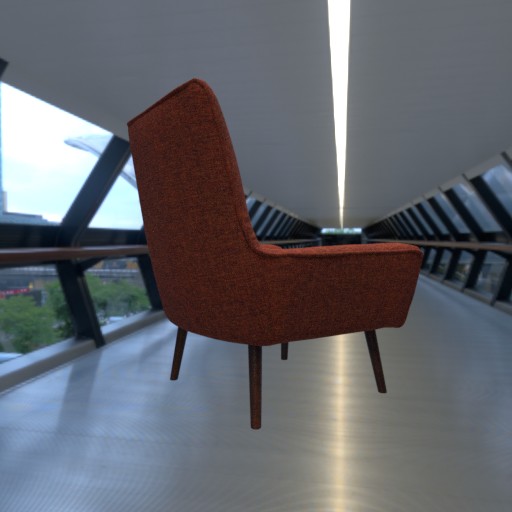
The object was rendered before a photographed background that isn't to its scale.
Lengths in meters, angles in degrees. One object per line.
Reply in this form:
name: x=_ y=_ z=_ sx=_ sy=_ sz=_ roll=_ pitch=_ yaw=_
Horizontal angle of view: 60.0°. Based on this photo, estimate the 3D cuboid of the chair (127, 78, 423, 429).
chair: x=0.000 y=0.000 z=1.507 sx=0.784 sy=0.911 sz=0.803 roll=-1 pitch=1 yaw=-35
